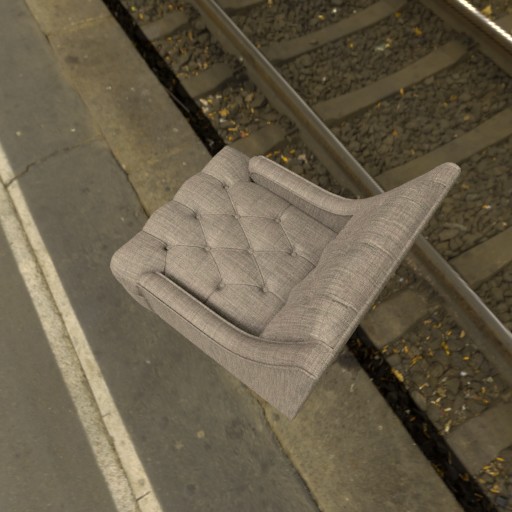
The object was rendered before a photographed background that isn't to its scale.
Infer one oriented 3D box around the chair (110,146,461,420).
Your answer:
[{"bbox_3d":[0.000,0.000,1.438,0.771,0.891,0.655,34,68,16],"label":"chair"}]
